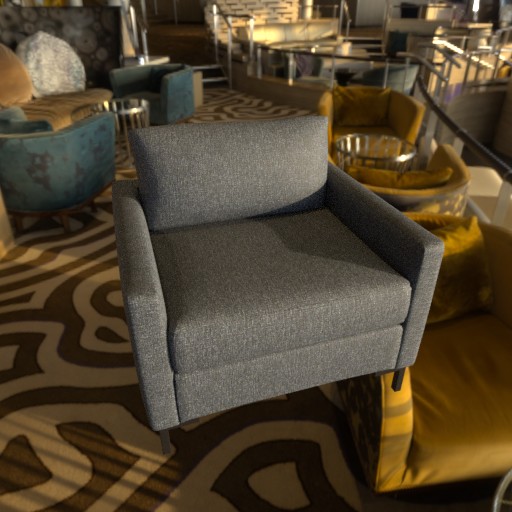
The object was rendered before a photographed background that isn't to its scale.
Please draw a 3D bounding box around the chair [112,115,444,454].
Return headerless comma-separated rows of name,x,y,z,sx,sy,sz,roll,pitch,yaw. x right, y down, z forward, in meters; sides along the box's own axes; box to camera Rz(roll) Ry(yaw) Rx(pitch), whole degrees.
chair,0.000,0.000,1.633,0.963,0.861,0.866,-9,32,-15
